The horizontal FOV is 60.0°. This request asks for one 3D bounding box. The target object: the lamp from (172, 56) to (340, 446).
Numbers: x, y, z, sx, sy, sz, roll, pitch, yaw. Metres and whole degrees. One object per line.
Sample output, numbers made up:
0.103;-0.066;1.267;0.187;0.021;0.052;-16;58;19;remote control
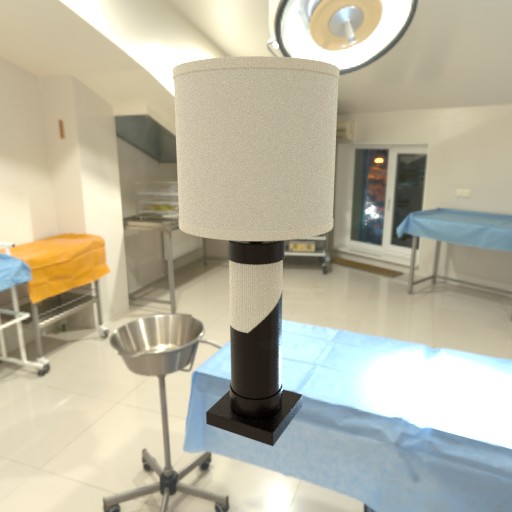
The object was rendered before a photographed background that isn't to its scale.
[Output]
0.000;0.000;0.626;0.211;0.509;0.211;7;16;26;lamp
